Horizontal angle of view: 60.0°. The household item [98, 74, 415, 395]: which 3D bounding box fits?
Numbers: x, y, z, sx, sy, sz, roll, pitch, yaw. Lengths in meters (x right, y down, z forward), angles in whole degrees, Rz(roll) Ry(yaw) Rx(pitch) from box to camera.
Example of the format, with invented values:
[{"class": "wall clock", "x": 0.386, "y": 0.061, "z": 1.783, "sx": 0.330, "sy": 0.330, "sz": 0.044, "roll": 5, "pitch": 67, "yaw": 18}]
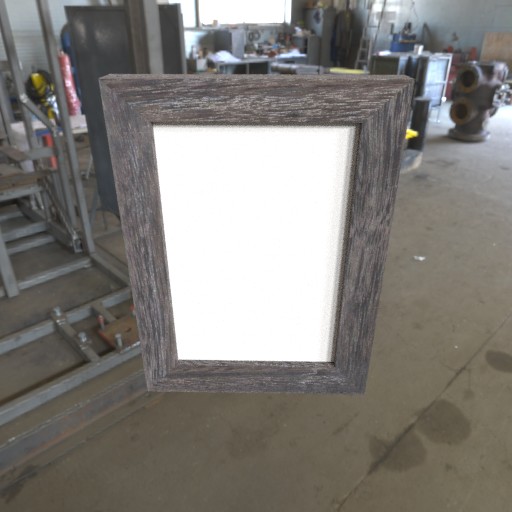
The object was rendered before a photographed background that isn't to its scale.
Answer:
[{"class": "household item", "x": 0.000, "y": 0.000, "z": 0.238, "sx": 0.133, "sy": 0.180, "sz": 0.020, "roll": 1, "pitch": 28, "yaw": 1}]
